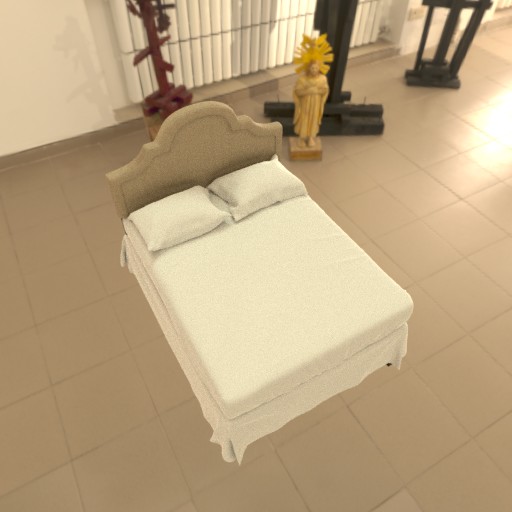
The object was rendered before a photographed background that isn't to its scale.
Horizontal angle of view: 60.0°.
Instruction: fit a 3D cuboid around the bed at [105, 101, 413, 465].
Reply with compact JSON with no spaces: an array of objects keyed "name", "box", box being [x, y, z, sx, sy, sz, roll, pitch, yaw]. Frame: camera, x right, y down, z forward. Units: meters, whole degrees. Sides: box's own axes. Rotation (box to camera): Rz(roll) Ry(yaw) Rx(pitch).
[{"name":"bed","box":[0.000,0.000,3.450,1.780,1.634,2.222,-23,52,-20]}]
